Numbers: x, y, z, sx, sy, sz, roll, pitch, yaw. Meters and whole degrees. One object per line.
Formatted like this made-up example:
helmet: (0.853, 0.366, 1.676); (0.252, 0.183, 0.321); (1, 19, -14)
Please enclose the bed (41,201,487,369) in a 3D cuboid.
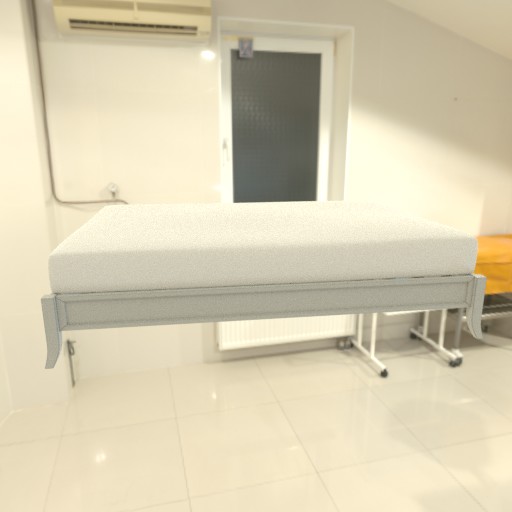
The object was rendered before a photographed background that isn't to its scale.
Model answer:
bed: (0.000, 0.000, 2.611); (1.985, 0.510, 1.460); (-2, 15, -8)
